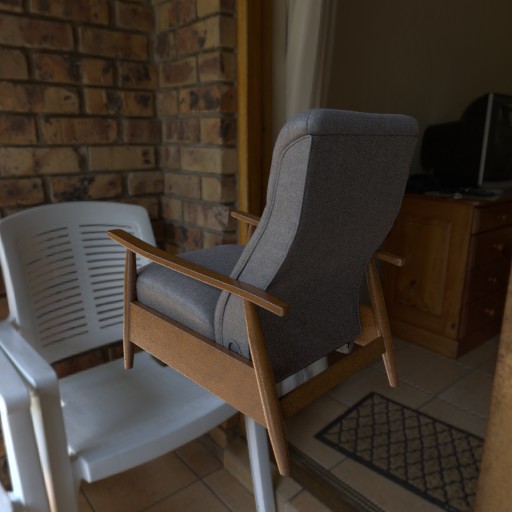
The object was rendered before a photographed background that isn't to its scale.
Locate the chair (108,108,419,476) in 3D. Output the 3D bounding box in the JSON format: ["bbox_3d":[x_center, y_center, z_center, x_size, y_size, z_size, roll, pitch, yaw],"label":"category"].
[{"bbox_3d":[0.000,0.000,1.798,1.014,1.081,0.762,14,20,42],"label":"chair"}]
